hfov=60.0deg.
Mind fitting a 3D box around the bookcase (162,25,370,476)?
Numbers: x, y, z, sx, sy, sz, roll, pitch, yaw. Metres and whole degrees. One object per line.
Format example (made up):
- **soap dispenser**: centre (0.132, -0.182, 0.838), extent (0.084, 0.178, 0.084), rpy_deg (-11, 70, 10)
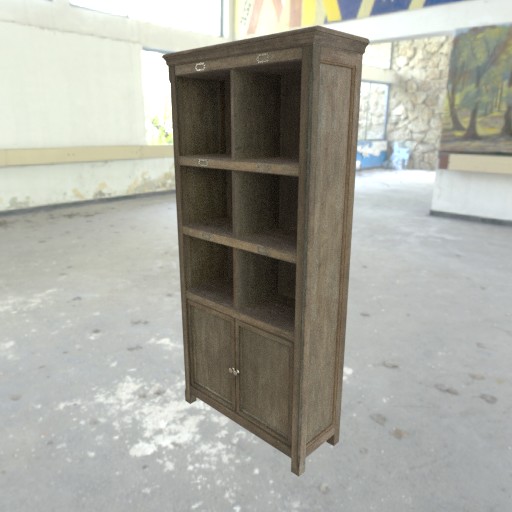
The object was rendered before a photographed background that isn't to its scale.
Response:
- **bookcase**: centre (0.000, 0.000, 2.173), extent (0.906, 1.880, 0.348), rpy_deg (15, 22, 42)
